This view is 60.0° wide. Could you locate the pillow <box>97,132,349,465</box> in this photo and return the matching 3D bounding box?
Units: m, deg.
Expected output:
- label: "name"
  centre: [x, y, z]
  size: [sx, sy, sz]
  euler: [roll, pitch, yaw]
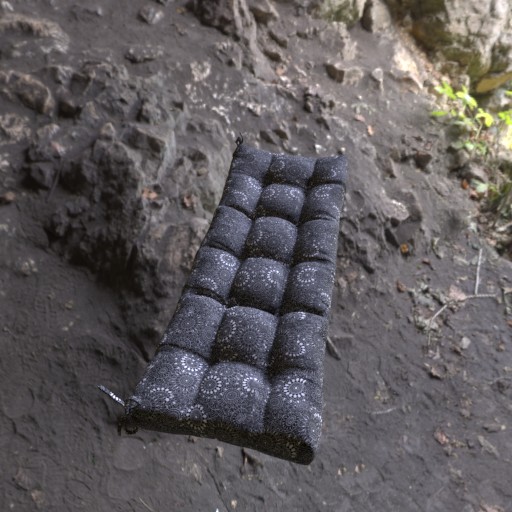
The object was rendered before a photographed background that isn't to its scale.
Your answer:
- label: "pillow"
  centre: [0.000, 0.000, 1.368]
  size: [0.511, 0.174, 1.194]
  euler: [9, 47, 8]
